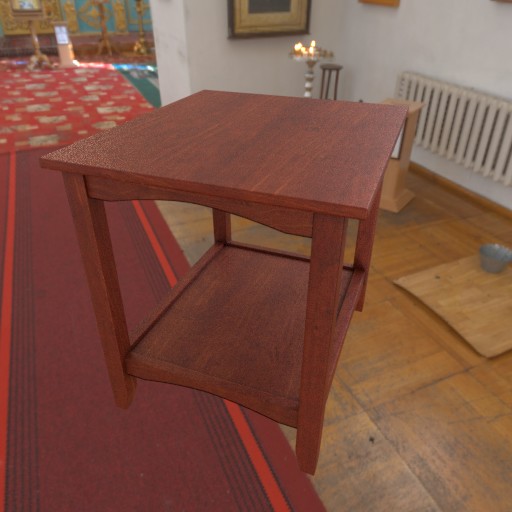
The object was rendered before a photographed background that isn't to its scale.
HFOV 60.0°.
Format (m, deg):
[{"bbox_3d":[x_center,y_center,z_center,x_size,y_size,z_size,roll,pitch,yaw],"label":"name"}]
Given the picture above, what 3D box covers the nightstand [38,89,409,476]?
[{"bbox_3d":[0.000,0.000,0.967,0.501,0.558,0.558,11,33,18],"label":"nightstand"}]
